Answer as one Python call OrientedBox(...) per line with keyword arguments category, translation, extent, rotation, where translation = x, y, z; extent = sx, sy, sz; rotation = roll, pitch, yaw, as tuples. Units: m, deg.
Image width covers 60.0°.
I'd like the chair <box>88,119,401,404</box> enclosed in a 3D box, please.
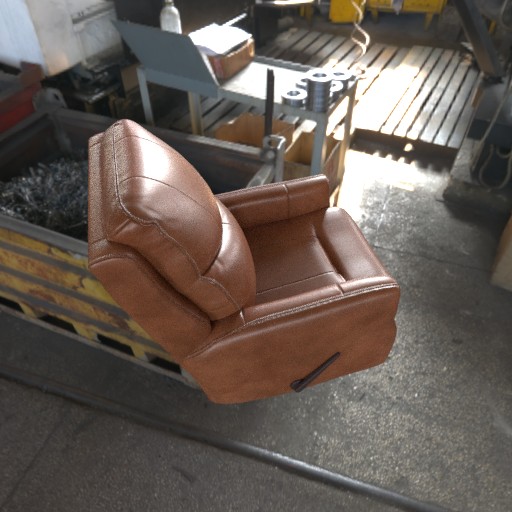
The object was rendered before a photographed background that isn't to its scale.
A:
OrientedBox(category="chair", translation=(0.000, 0.000, 1.737), extent=(1.072, 1.016, 0.821), rotation=(-11, 45, -11))
